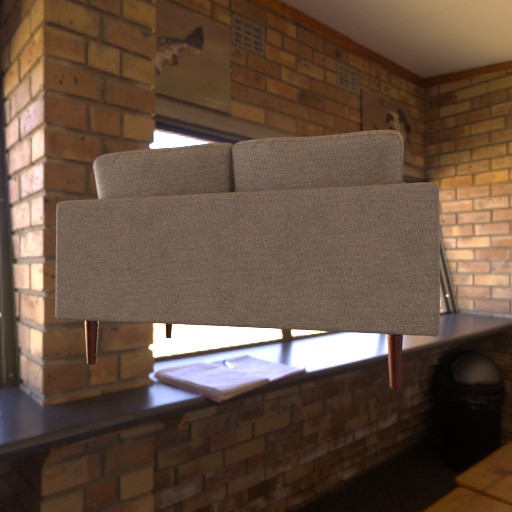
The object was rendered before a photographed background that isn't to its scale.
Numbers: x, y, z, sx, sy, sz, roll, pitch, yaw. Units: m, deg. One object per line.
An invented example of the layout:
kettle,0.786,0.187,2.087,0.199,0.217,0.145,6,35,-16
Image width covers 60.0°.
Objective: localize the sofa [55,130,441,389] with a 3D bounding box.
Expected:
sofa,0.000,0.000,2.109,1.582,0.944,0.903,0,-1,17
